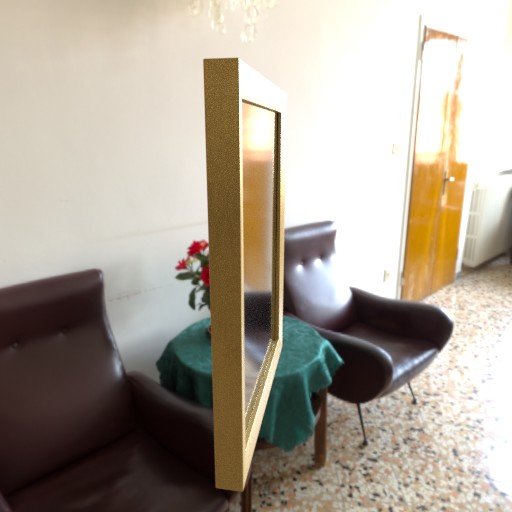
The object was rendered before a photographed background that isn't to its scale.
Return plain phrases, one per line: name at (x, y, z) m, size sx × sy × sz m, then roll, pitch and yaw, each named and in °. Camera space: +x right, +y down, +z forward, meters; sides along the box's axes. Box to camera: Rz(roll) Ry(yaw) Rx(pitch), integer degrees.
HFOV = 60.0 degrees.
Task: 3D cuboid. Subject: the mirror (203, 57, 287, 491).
mirror at (0.000, 0.000, 0.689) m, size 0.041 × 0.508 × 0.405 m, roll 3°, pitch 16°, yaw 10°
